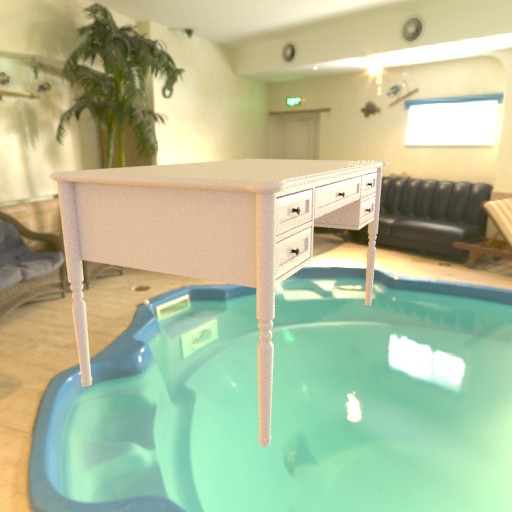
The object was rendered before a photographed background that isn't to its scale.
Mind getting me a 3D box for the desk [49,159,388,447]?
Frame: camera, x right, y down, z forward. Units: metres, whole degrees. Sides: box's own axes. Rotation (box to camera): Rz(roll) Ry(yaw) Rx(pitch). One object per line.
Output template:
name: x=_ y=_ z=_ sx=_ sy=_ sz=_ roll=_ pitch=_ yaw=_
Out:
desk: x=0.000 y=0.000 z=1.898 sx=0.807 sy=0.762 sz=1.380 roll=7 pitch=16 yaw=26
